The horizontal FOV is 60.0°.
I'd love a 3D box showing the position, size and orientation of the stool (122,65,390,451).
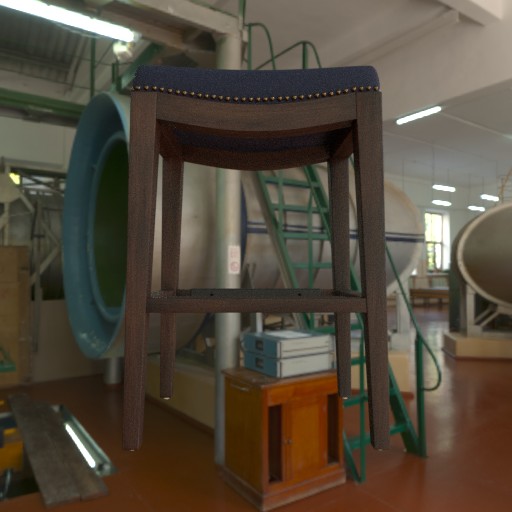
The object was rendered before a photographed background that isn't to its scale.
[{"bbox_3d":[0.000,0.000,1.009,0.498,0.740,0.358,0,-1,0],"label":"stool"}]
